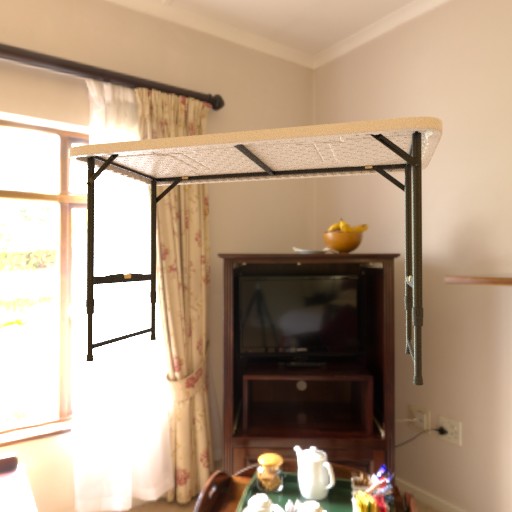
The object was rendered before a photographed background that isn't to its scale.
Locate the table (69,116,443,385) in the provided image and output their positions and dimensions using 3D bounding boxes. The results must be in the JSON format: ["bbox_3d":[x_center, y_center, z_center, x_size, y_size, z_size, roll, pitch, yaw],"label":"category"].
[{"bbox_3d":[0.000,0.000,1.620,1.219,0.737,0.610,0,-1,16],"label":"table"}]
